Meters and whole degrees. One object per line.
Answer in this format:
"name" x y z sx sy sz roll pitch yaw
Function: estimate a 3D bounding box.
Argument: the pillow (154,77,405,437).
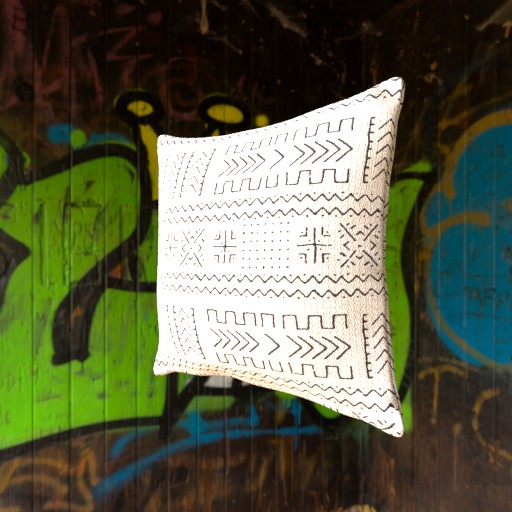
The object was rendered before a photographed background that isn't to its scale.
"pillow" 0.000 0.000 0.655 0.438 0.430 0.164 0 0 36
